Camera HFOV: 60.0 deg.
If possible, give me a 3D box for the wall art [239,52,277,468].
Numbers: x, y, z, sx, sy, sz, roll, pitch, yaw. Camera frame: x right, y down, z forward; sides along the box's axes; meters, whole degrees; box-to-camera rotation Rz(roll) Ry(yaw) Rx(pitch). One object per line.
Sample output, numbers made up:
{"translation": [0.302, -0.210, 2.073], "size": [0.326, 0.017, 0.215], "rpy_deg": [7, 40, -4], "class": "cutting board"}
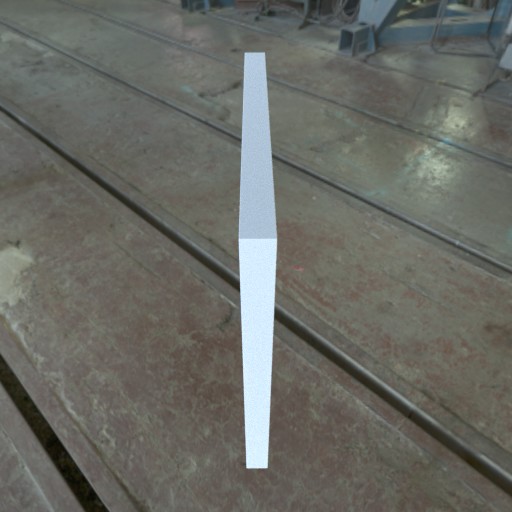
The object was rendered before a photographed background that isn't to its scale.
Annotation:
{"translation": [0.000, 0.000, 0.765], "size": [0.035, 0.507, 0.508], "rpy_deg": [0, 42, 0], "class": "wall art"}
